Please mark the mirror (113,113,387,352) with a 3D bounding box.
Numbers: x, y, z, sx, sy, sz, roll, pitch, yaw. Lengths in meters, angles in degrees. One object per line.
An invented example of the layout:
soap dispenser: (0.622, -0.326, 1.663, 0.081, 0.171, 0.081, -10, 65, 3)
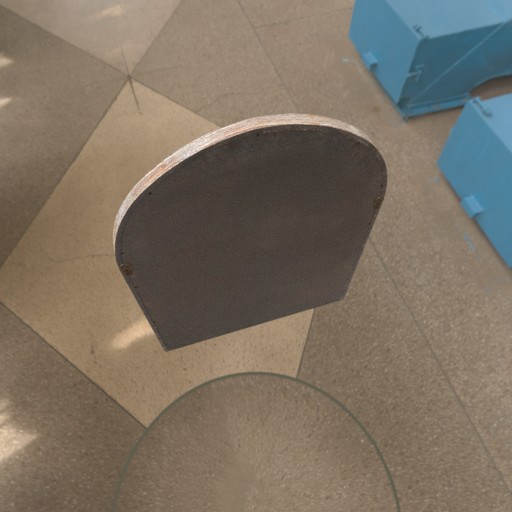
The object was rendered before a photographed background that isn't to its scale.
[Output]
mirror: (0.000, 0.000, 1.176, 0.660, 0.920, 0.032, -15, 61, -9)
